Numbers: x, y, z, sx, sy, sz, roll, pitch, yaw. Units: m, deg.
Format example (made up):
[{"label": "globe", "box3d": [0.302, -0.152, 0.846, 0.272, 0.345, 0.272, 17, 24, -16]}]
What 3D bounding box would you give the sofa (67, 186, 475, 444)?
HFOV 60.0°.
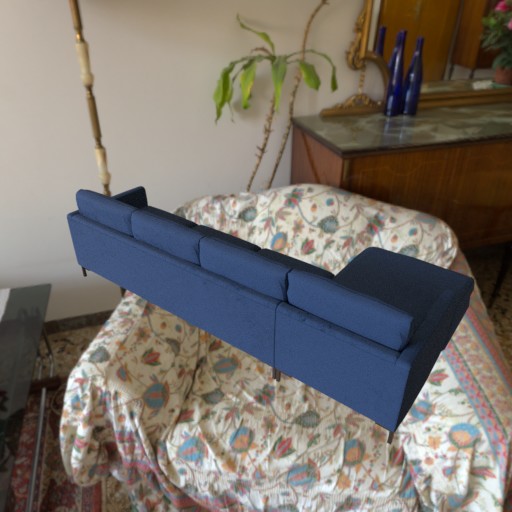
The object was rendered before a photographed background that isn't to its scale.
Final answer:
[{"label": "sofa", "box3d": [0.000, 0.000, 2.870, 2.450, 0.679, 1.128, 21, 37, 31]}]
